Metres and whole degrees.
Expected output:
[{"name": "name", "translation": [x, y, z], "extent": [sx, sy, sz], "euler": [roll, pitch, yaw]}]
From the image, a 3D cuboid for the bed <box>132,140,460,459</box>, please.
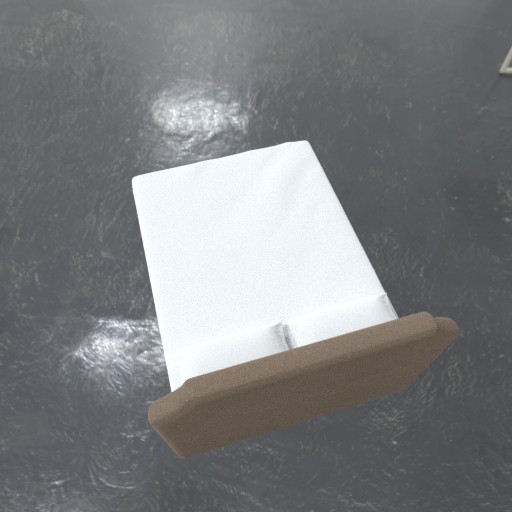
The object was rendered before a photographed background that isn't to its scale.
[{"name": "bed", "translation": [0.000, 0.000, 3.154], "extent": [1.693, 1.290, 2.116], "euler": [-14, 59, -9]}]
